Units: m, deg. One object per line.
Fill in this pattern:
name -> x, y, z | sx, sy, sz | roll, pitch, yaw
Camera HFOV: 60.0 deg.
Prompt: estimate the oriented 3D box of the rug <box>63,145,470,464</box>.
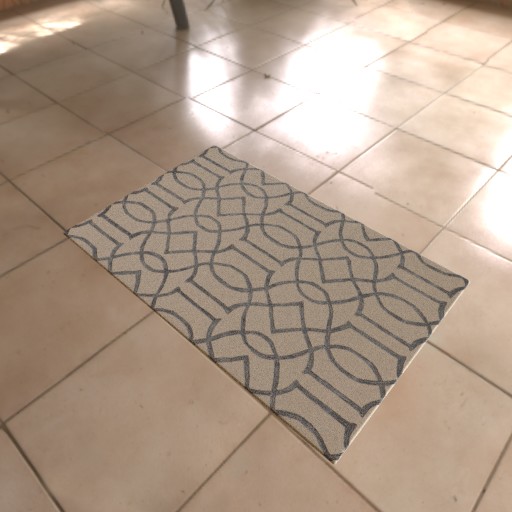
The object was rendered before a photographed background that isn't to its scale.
rug -> 0.000, 0.000, 3.019 | 2.365, 0.017, 1.521 | 33, 55, 27
